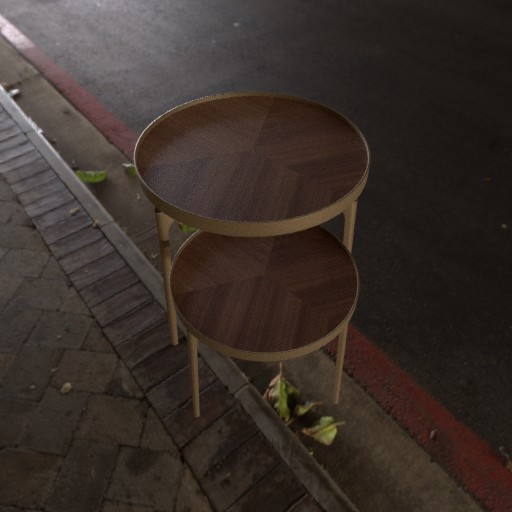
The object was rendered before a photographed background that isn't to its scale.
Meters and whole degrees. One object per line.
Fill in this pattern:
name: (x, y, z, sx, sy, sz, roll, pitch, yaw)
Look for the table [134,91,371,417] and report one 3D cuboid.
table: (0.000, 0.000, 1.153, 0.532, 0.555, 0.751, -4, 46, -4)
